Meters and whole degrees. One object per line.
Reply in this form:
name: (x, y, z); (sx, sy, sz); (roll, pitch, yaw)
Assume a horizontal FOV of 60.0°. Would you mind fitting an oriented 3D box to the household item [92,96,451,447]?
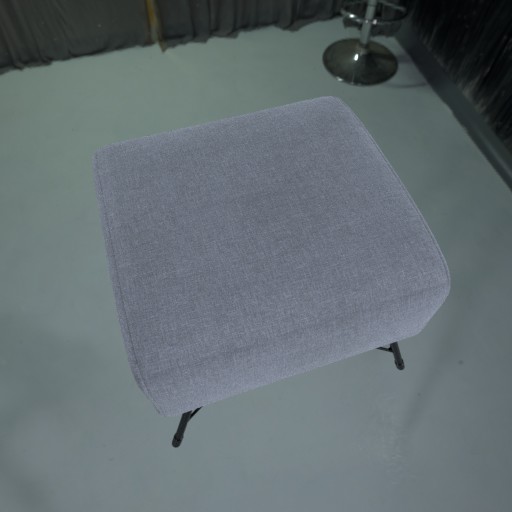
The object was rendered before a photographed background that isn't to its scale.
household item: (0.000, 0.000, 0.901); (0.530, 0.410, 0.530); (-16, 60, -9)
